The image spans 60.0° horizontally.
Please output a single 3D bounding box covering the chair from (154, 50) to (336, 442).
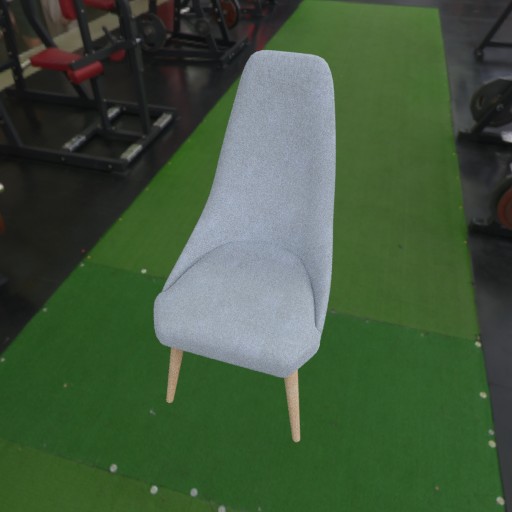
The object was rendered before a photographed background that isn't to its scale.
[{"bbox_3d":[0.000,0.000,1.399,0.510,1.040,0.660,12,43,13],"label":"chair"}]
